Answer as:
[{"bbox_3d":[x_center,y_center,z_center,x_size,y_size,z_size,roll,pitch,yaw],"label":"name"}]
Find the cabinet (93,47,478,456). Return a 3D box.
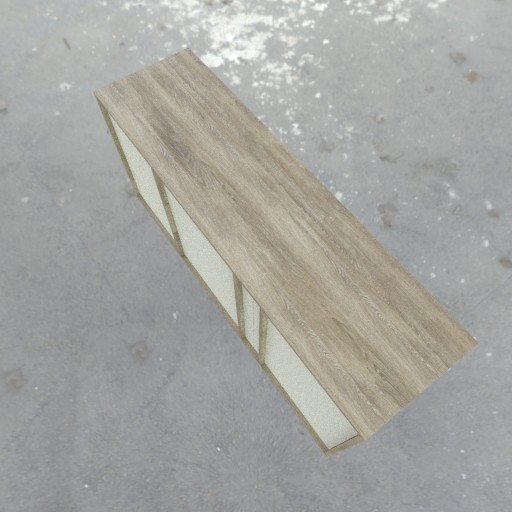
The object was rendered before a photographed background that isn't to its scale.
[{"bbox_3d":[0.000,0.000,1.921,0.450,0.870,1.600,-33,67,-16],"label":"cabinet"}]
